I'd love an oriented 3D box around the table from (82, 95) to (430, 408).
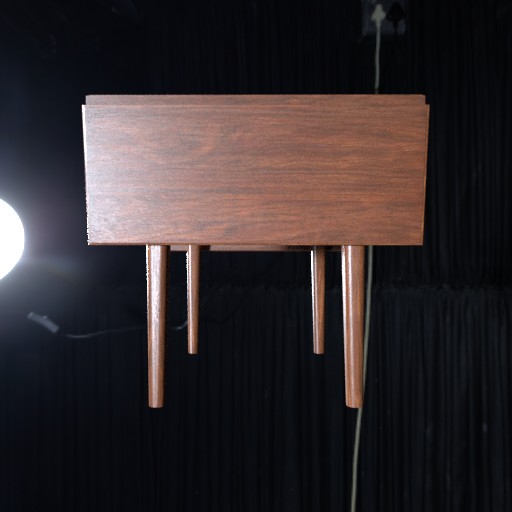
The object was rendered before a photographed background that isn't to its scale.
[{"bbox_3d":[0.000,0.000,1.448,0.812,0.763,0.843,0,-1,0],"label":"table"}]
